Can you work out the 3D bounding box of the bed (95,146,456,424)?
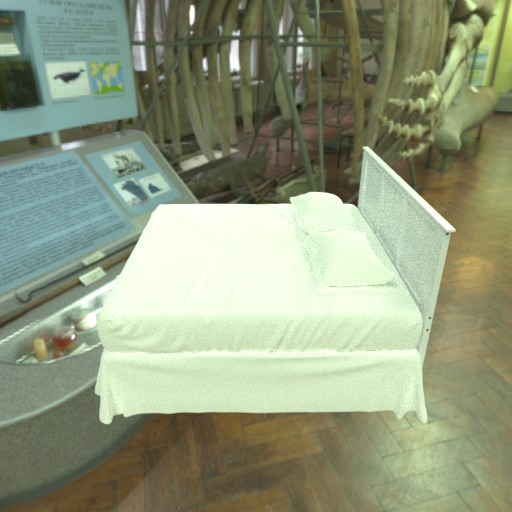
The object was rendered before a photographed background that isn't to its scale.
[{"bbox_3d":[0.000,0.000,3.540,2.215,1.273,2.317,0,26,-1],"label":"bed"}]
